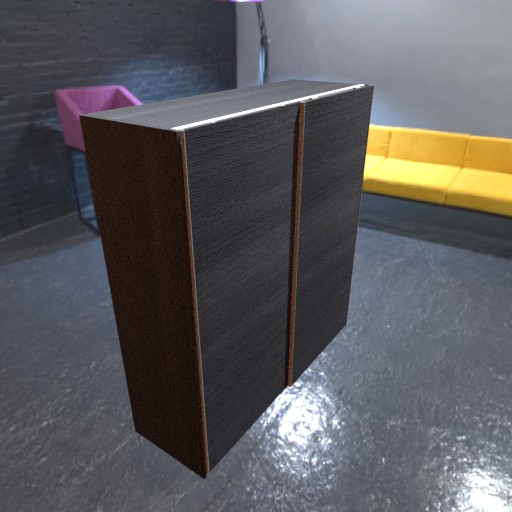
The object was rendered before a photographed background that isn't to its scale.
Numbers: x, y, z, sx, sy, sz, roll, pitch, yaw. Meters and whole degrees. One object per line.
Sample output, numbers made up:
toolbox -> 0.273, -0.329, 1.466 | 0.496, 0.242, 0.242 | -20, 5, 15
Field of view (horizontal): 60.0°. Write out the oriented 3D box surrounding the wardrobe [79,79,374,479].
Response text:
wardrobe -> 0.000, 0.000, 2.862 | 0.629, 1.960, 1.780 | 18, 33, 31
